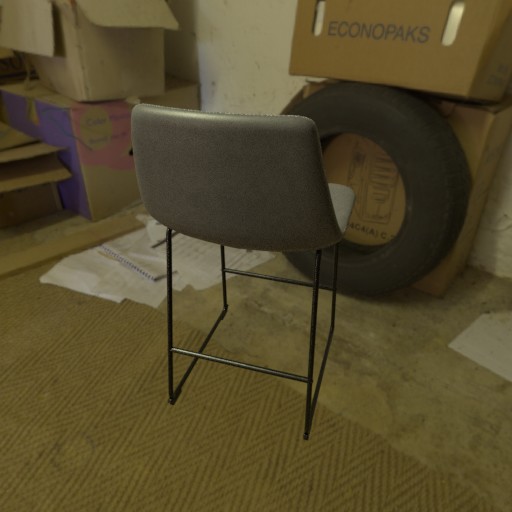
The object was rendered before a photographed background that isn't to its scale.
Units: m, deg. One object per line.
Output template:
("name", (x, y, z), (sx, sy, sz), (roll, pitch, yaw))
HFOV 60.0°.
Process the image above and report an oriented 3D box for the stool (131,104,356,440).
("stool", (0.000, 0.000, 1.189), (0.470, 0.876, 0.546), (9, 33, 14))
